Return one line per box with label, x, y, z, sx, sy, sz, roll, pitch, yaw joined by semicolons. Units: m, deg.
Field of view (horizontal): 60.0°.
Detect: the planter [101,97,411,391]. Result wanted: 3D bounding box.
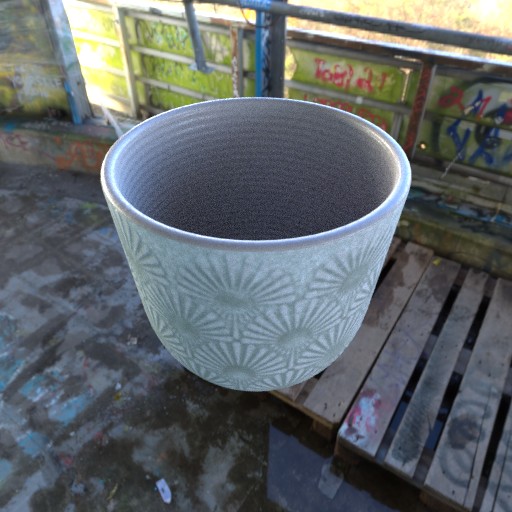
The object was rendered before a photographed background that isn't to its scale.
planter;0.000;0.000;0.298;0.170;0.152;0.170;0;40;0
